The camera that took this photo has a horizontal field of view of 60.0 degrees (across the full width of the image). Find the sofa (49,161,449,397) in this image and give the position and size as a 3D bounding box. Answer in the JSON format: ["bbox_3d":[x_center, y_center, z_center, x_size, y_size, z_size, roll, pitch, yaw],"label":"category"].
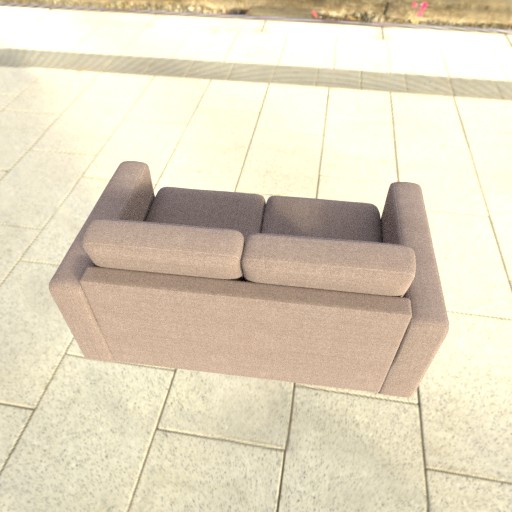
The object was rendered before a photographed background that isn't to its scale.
[{"bbox_3d":[0.000,0.000,2.055,1.520,0.800,0.900,5,47,5],"label":"sofa"}]
